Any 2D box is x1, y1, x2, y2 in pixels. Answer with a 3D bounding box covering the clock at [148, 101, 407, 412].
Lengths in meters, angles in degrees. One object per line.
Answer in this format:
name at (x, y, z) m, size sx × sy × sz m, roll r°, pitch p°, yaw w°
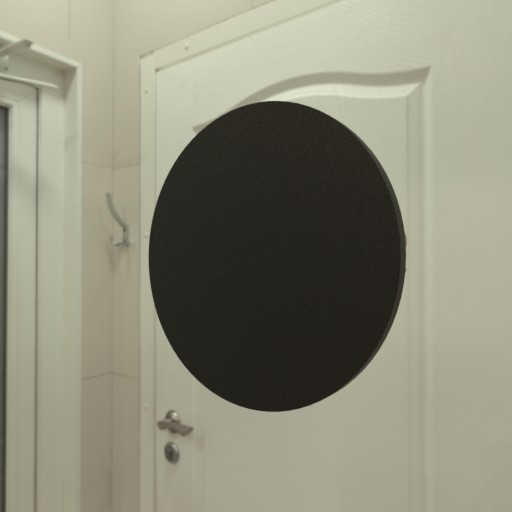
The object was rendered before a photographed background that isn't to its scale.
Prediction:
clock at (0.000, 0.000, 0.674) m, size 0.454 × 0.454 × 0.038 m, roll -1°, pitch -1°, yaw 37°
